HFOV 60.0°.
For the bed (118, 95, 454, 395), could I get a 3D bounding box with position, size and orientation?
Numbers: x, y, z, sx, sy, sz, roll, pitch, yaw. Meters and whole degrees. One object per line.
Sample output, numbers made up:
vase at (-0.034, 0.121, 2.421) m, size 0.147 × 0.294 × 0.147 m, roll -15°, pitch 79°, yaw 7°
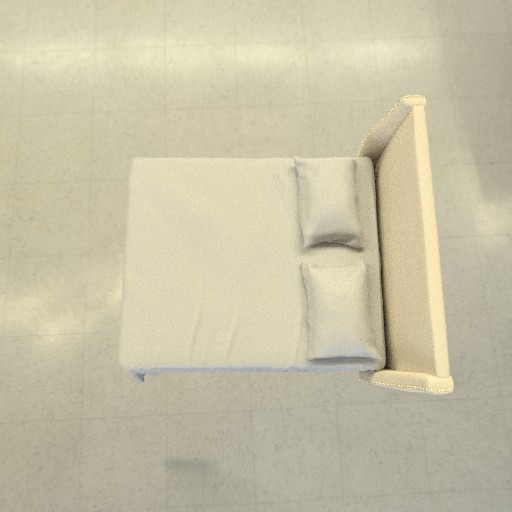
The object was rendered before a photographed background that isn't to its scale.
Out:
bed at (0.000, 0.000, 3.361) m, size 2.276 × 1.332 × 1.925 m, roll 0°, pitch 77°, yaw 0°
